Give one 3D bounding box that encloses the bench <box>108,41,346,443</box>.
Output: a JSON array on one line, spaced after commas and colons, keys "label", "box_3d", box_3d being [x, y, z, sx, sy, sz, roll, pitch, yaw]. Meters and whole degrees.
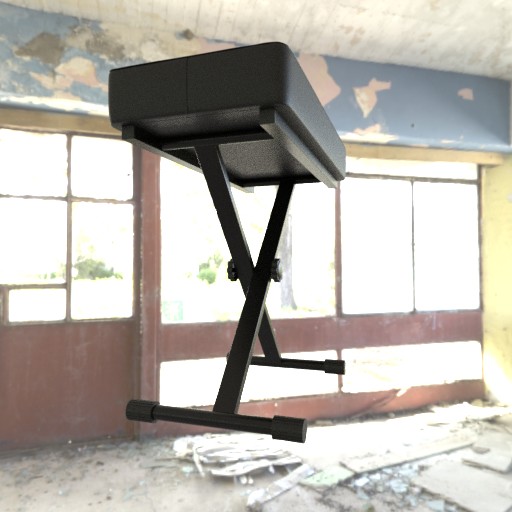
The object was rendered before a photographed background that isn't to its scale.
[{"label": "bench", "box_3d": [0.000, 0.000, 0.909, 0.300, 0.561, 0.600, 0, -1, 19]}]
